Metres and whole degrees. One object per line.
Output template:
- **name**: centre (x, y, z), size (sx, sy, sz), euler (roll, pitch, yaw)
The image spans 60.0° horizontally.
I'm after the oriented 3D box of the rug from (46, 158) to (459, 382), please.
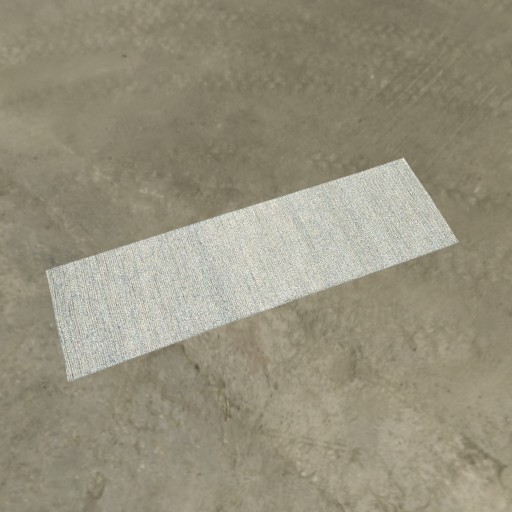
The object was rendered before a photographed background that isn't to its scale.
- **rug**: centre (0.000, 0.000, 2.597), size (2.341, 0.037, 0.675), euler (-18, 65, -9)
